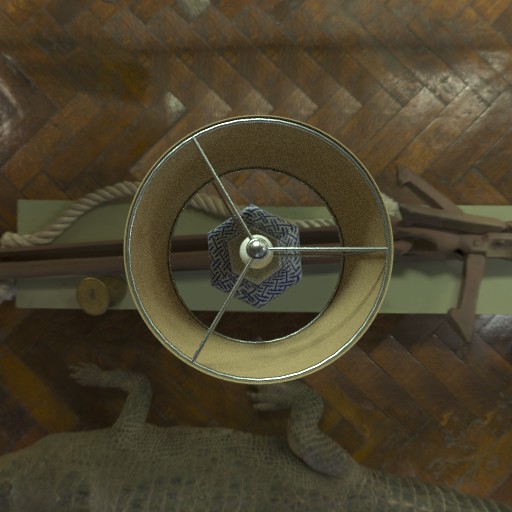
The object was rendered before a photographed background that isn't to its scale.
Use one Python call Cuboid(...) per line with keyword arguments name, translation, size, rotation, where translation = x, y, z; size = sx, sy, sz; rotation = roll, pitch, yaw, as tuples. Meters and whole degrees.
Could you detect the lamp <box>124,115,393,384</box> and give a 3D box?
Cuboid(name="lamp", translation=(0.000, 0.000, 0.845), size=(0.320, 0.682, 0.320), rotation=(0, 88, -1))
